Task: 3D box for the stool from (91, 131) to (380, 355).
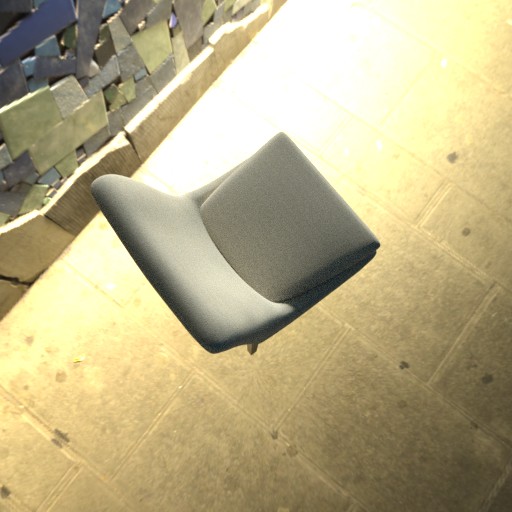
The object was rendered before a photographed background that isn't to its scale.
[{"bbox_3d":[0.000,0.000,1.417,0.559,1.093,0.483,-37,79,-9],"label":"stool"}]
